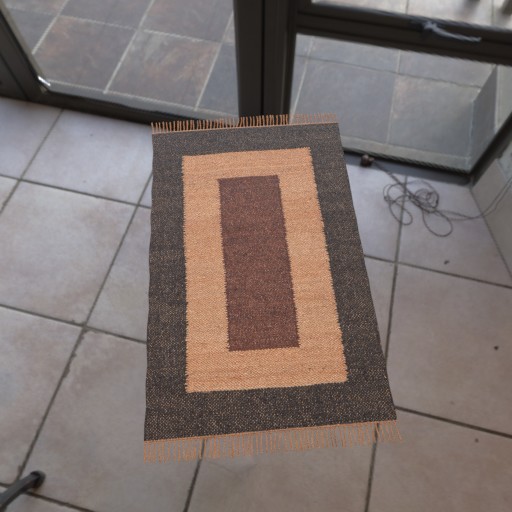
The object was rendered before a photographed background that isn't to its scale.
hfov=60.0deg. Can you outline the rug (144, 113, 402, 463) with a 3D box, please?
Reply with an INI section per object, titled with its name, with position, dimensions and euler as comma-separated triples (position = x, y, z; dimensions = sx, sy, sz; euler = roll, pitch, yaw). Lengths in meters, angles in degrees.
[rug]
position = 0.000, 0.000, 1.876
dimensions = 0.920, 0.013, 1.541
euler = -4, 65, -2
